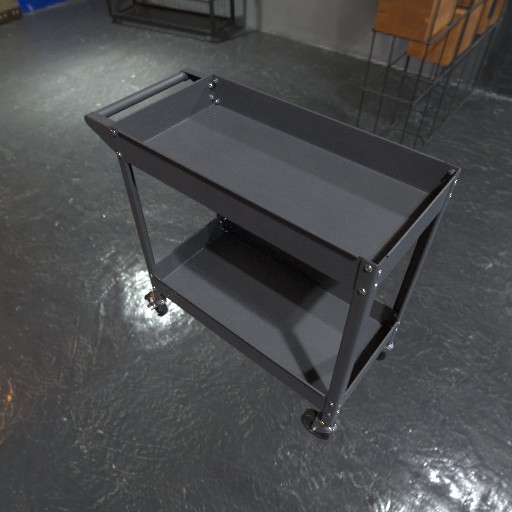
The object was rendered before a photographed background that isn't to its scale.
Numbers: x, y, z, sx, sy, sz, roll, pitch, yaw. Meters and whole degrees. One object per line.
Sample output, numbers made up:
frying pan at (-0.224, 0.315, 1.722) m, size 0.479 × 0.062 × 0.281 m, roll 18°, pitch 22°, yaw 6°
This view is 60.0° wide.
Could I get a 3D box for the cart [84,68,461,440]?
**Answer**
cart at (0.000, 0.000, 1.198) m, size 0.779 × 0.719 × 0.366 m, roll 31°, pitch 54°, yaw 26°
